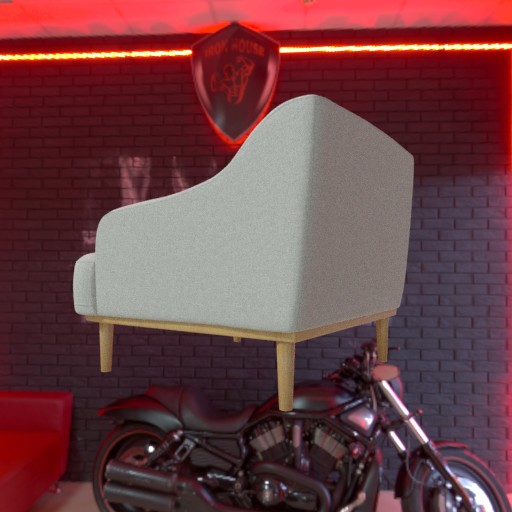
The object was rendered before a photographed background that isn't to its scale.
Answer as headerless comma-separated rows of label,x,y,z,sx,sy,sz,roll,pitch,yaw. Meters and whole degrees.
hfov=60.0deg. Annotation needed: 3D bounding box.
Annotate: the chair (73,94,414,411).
chair,0.000,0.000,1.659,0.951,0.818,0.946,-1,-1,36
